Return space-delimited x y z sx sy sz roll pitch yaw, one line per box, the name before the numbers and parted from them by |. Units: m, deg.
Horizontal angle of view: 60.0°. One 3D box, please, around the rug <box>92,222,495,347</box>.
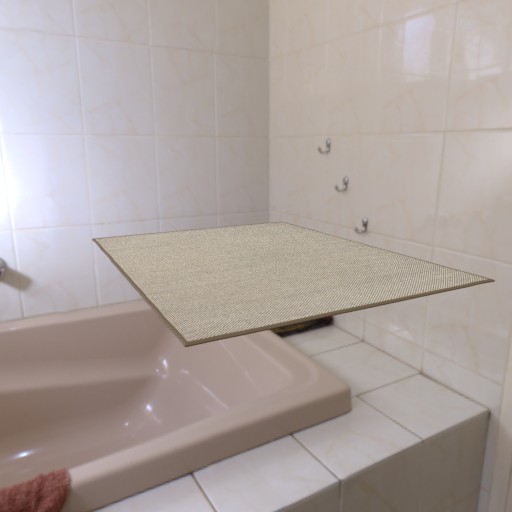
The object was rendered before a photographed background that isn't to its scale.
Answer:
rug | 0.000 0.000 4.032 2.413 0.020 3.041 -7 15 -27
